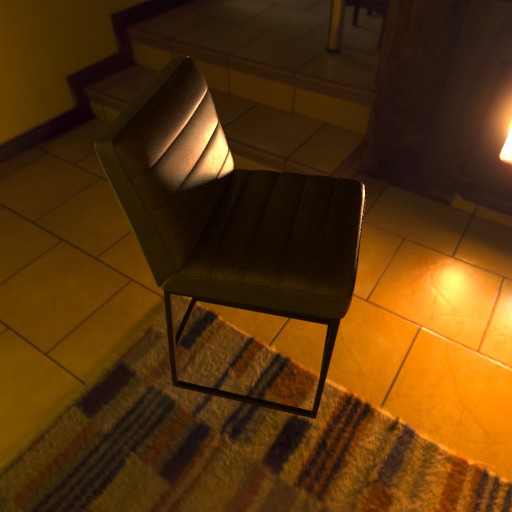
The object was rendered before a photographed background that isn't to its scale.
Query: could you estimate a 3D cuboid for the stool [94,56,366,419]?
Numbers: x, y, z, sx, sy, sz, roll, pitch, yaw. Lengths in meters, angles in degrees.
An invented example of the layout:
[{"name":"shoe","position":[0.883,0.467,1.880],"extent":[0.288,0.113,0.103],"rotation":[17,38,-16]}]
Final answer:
[{"name":"stool","position":[0.000,0.000,1.276],"extent":[0.552,0.938,0.457],"rotation":[10,46,10]}]
